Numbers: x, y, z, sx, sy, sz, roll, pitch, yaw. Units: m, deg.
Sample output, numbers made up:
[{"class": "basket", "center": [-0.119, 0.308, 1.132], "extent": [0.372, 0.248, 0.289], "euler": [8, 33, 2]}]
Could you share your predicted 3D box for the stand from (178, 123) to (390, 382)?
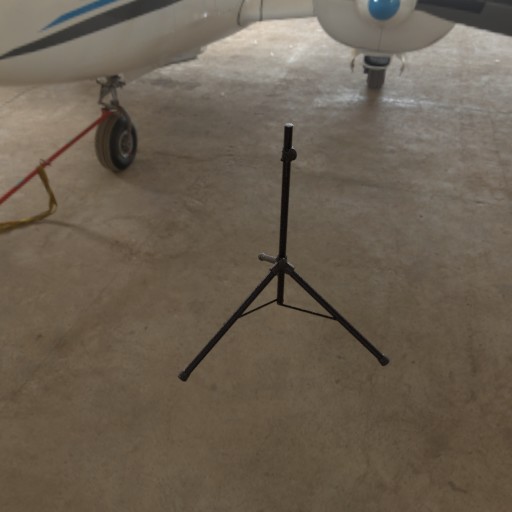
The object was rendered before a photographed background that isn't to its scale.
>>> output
[{"class": "stand", "center": [0.000, 0.000, 1.969], "extent": [0.907, 1.136, 1.045], "euler": [-24, 46, -26]}]
